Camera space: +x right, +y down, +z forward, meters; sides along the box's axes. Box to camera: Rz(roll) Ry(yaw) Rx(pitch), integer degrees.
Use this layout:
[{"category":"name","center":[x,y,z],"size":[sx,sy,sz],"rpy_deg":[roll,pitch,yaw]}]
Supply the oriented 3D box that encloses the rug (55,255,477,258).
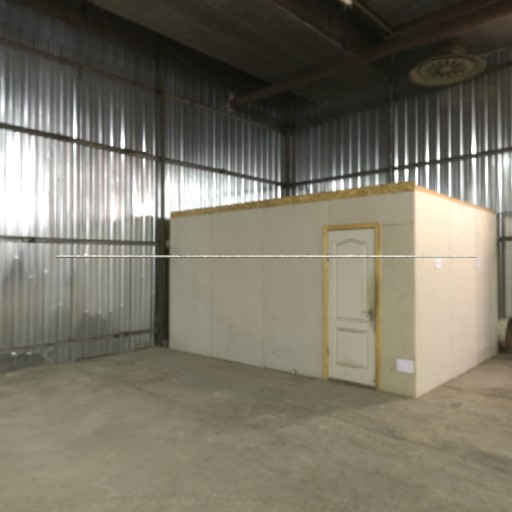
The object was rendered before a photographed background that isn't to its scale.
[{"category":"rug","center":[0.000,0.000,3.143],"size":[2.447,0.021,1.527],"rpy_deg":[0,0,-18]}]
